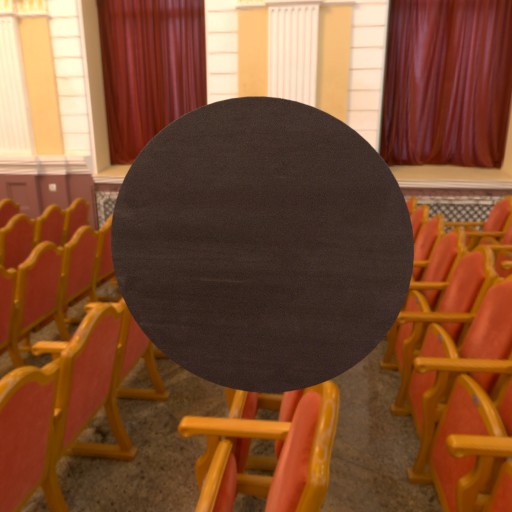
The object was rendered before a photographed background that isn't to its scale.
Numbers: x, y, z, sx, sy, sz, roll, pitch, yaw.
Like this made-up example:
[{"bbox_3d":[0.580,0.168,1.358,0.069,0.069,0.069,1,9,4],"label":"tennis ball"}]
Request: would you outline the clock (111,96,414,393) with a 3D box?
[{"bbox_3d":[0.000,0.000,0.879,0.595,0.595,0.029,2,16,8],"label":"clock"}]
